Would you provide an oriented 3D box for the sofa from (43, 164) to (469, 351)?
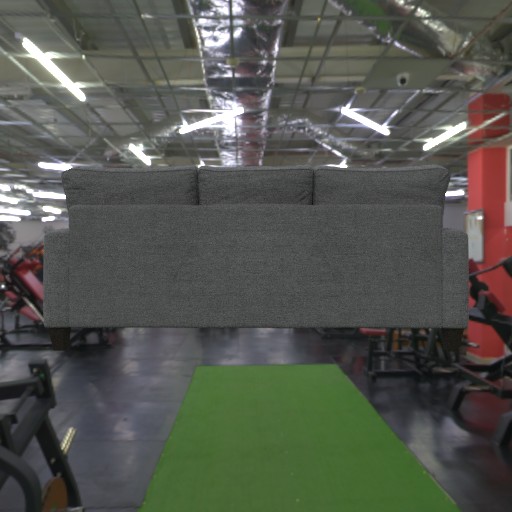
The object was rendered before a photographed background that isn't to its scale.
[{"bbox_3d":[0.000,0.000,2.668,2.158,0.965,0.951,0,0,1],"label":"sofa"}]
